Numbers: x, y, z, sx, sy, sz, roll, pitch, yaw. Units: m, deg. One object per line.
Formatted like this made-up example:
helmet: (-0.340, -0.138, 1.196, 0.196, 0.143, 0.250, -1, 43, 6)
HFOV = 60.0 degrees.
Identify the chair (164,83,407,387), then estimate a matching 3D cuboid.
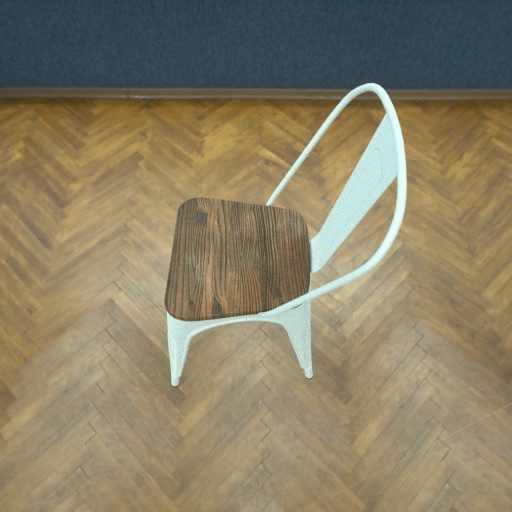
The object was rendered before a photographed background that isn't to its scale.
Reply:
chair: (0.000, 0.000, 1.149, 0.521, 0.851, 0.452, 1, 58, 1)
